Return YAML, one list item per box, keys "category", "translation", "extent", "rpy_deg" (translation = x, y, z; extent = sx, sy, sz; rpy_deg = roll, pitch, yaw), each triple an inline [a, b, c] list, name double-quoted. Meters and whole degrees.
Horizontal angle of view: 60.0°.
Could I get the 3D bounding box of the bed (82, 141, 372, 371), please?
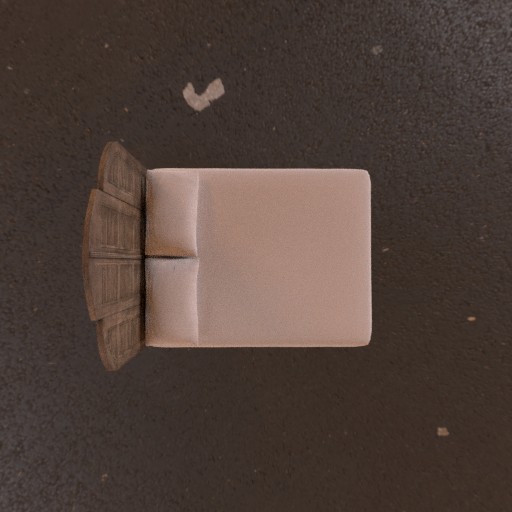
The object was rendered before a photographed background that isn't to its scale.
- category: "bed"
  translation: [0.000, 0.000, 3.594]
  extent: [2.138, 2.019, 1.713]
  rpy_deg: [0, 89, -1]
